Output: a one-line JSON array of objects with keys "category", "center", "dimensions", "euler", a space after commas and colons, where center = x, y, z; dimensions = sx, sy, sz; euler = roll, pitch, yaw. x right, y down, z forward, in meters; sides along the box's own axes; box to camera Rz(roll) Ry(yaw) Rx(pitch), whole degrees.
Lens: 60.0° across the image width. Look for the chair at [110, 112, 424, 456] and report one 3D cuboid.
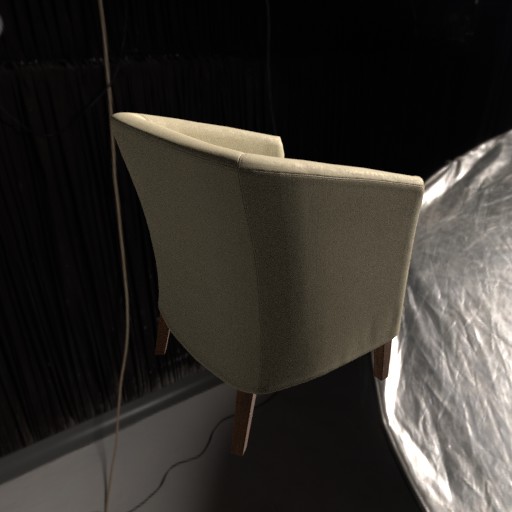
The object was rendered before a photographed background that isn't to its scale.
[{"category": "chair", "center": [0.000, 0.000, 1.299], "dimensions": [0.657, 0.822, 0.643], "euler": [-18, 32, -31]}]
